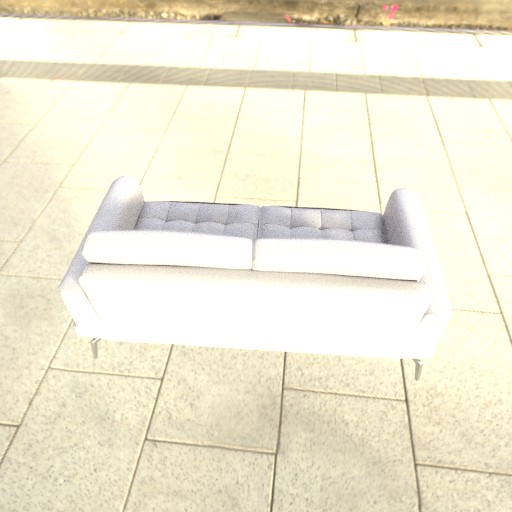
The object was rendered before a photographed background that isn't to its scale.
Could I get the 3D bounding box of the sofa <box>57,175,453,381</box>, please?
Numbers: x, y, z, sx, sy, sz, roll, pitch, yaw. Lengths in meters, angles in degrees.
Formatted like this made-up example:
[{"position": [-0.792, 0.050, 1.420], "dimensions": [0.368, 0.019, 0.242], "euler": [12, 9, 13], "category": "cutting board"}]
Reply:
[{"position": [0.000, 0.000, 2.830], "dimensions": [2.177, 0.930, 1.121], "euler": [3, 46, 3], "category": "sofa"}]
